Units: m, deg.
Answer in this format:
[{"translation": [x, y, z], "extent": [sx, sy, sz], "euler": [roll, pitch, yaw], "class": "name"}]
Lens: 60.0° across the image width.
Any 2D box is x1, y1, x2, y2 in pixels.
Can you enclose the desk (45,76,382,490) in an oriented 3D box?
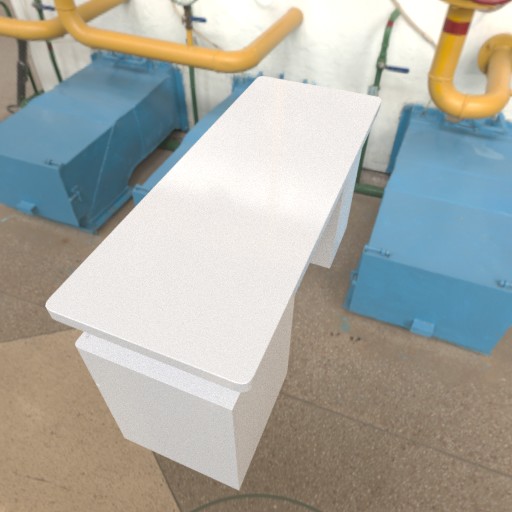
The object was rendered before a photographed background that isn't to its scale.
[{"translation": [0.000, 0.000, 1.725], "extent": [0.550, 0.762, 1.400], "euler": [17, 48, 16], "class": "desk"}]
